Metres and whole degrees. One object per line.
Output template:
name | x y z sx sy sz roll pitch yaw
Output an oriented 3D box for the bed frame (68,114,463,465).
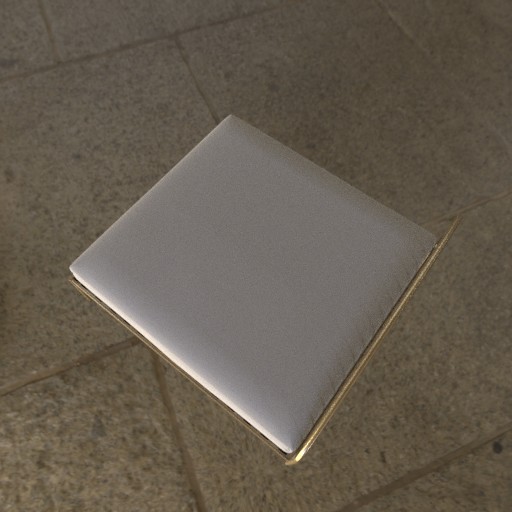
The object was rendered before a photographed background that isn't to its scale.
bed frame | 0.000 0.000 3.402 2.152 1.174 2.016 35 69 16
